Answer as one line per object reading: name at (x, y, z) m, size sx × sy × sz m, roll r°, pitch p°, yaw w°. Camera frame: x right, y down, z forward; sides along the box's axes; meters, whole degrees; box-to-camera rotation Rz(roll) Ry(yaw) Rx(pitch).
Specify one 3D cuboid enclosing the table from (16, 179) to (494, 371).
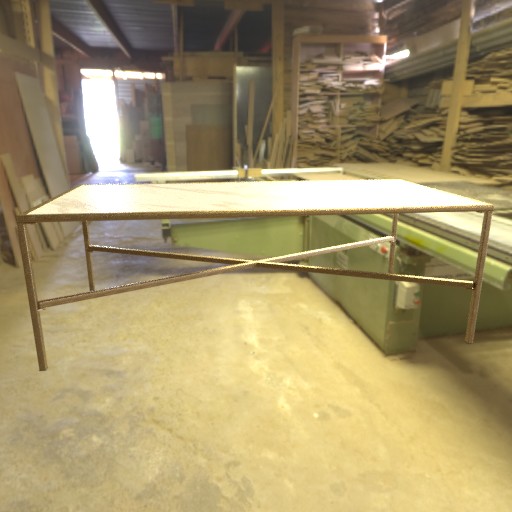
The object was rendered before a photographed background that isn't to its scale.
table at (0.000, 0.000, 1.429) m, size 1.197 × 0.405 × 0.577 m, roll -2°, pitch 17°, yaw -7°
